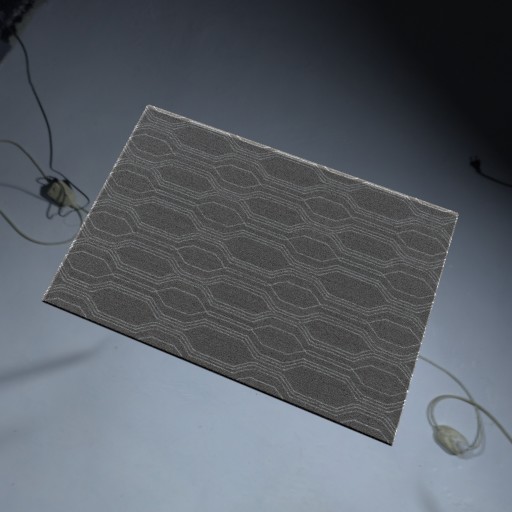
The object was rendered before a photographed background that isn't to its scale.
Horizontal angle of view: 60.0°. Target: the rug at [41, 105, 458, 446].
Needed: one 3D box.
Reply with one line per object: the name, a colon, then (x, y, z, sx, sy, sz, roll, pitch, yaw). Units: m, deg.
rug: (0.000, 0.000, 2.295, 1.836, 0.012, 1.239, 21, 74, 6)
